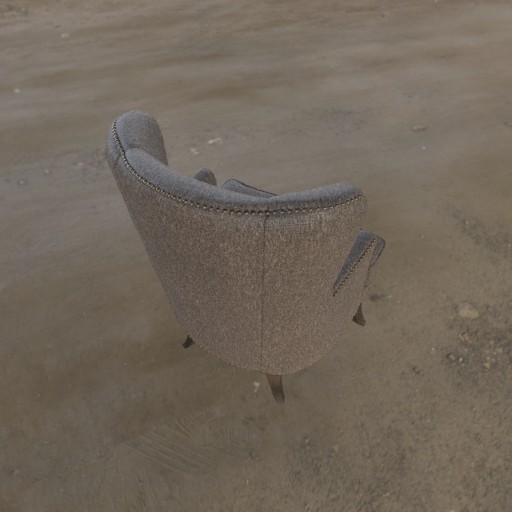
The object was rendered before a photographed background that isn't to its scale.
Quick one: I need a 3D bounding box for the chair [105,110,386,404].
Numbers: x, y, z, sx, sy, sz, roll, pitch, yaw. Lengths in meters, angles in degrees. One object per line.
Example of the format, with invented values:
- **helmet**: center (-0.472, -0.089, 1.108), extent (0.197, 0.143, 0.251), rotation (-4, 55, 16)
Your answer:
- **chair**: center (0.000, 0.000, 1.595), extent (0.759, 1.060, 0.758), rotation (24, 51, 22)
